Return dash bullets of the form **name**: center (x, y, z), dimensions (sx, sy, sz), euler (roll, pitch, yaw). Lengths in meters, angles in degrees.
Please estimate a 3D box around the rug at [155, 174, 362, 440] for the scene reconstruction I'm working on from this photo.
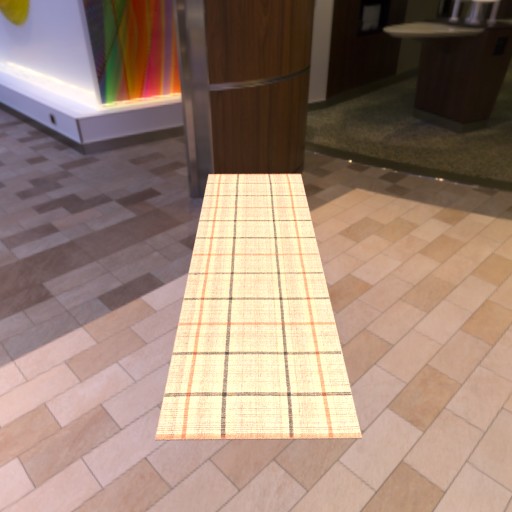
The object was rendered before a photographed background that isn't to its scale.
- **rug**: center (0.000, 0.000, 2.646), dimensions (0.762, 0.008, 2.439), euler (0, 34, 0)
